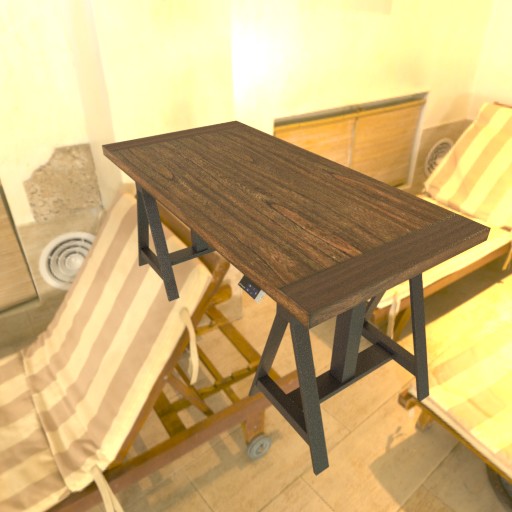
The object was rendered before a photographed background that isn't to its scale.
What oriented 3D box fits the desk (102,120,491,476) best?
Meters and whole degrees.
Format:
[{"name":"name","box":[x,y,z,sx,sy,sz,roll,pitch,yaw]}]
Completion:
[{"name":"desk","box":[0.000,0.000,1.958,0.784,0.725,1.543,-20,37,-29]}]
